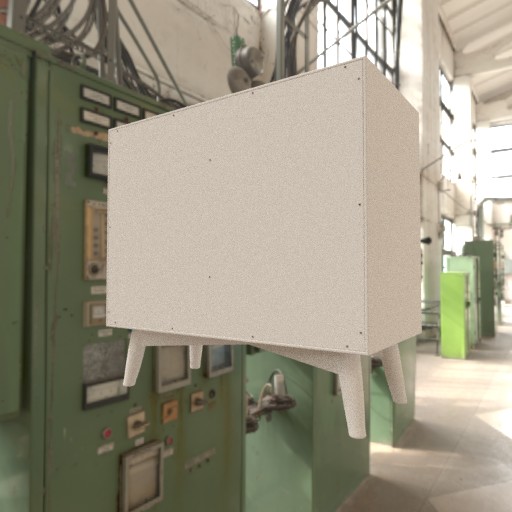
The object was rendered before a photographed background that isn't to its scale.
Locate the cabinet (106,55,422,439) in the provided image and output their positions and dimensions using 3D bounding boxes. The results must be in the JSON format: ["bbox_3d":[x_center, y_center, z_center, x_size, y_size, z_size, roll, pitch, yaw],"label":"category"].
[{"bbox_3d":[0.000,0.000,1.245,0.800,0.761,0.398,-1,-2,35],"label":"cabinet"}]
